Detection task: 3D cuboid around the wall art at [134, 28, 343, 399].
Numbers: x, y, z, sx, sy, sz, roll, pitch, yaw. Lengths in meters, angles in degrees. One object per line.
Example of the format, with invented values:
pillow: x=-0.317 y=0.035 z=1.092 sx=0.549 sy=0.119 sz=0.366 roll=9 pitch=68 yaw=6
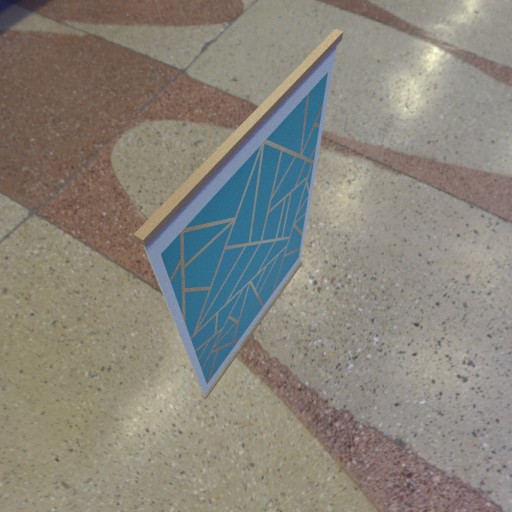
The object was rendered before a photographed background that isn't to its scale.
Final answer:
wall art: x=0.000 y=0.000 z=1.900 sx=0.030 sy=1.519 sz=0.990 roll=30 pitch=63 yaw=17
